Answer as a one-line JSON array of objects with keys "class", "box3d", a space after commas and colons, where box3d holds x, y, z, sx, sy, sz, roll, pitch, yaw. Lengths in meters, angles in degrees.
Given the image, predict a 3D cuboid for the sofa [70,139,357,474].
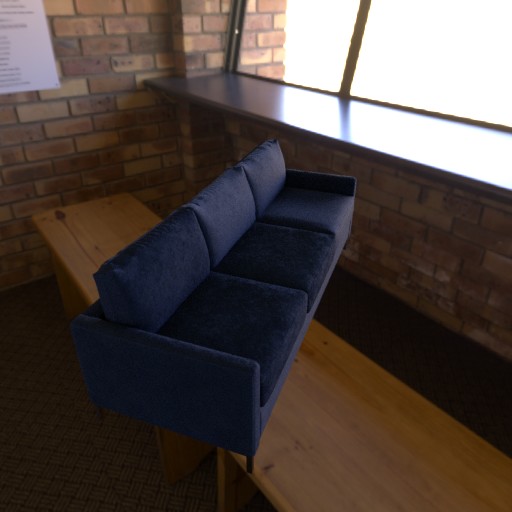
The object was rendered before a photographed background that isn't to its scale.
[{"class": "sofa", "box3d": [0.000, 0.000, 2.734, 0.875, 0.879, 2.252, 11, 32, 18]}]
